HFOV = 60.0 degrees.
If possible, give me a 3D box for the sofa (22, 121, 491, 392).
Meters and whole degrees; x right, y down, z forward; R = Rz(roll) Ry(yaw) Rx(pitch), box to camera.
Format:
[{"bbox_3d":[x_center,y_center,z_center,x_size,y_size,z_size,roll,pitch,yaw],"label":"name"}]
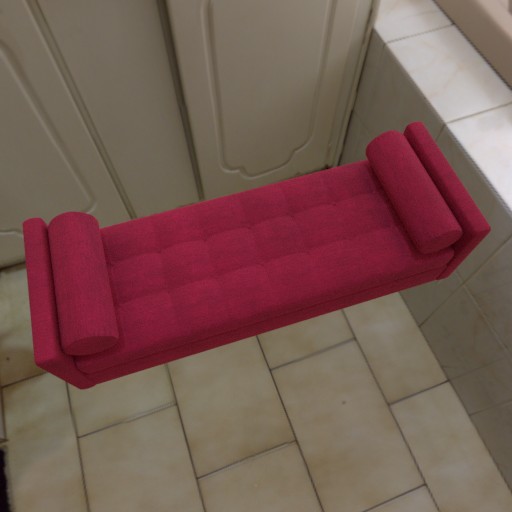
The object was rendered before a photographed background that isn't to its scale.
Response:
[{"bbox_3d":[0.000,0.000,2.229,1.981,0.635,0.686,-16,64,-8],"label":"sofa"}]
